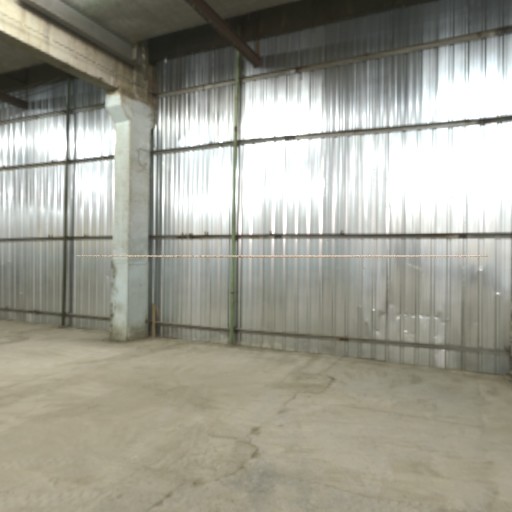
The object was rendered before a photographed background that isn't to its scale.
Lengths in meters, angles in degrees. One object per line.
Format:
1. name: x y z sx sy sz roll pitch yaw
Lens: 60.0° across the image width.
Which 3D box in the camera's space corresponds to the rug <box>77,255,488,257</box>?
1. rug: 0.000 0.000 3.893 2.313 0.009 2.939 0 0 -36
